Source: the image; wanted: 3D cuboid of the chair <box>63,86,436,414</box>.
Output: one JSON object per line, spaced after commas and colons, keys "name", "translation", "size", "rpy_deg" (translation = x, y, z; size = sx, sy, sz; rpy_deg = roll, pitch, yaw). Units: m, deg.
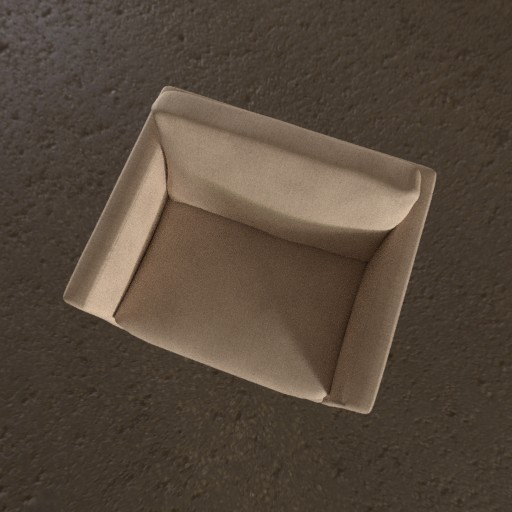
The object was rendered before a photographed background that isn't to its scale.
{"name": "chair", "translation": [0.000, 0.000, 1.845], "size": [1.133, 0.961, 0.959], "rpy_deg": [19, 75, 5]}
